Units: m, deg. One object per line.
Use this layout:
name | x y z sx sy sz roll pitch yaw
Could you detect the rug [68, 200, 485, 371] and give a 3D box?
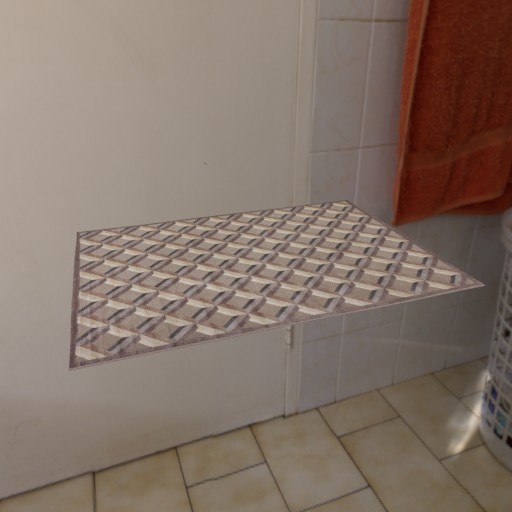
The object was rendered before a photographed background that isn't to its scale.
rug | 0.000 0.000 2.909 2.260 0.013 1.600 -9 27 -17
